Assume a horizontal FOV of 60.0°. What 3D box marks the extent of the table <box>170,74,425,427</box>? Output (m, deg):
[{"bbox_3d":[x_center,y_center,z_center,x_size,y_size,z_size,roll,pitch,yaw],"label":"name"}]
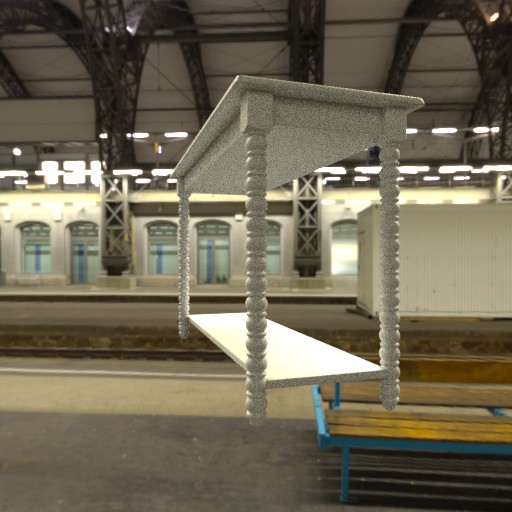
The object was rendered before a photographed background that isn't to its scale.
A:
[{"bbox_3d":[0.000,0.000,1.527,0.459,0.740,1.184,0,0,-18],"label":"table"}]
